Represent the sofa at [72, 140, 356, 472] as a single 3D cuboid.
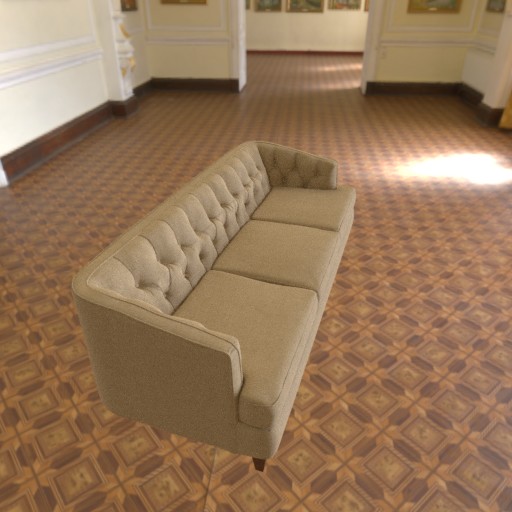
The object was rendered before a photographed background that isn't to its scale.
[{"bbox_3d":[0.000,0.000,2.650,0.913,0.788,2.235,10,32,16],"label":"sofa"}]
